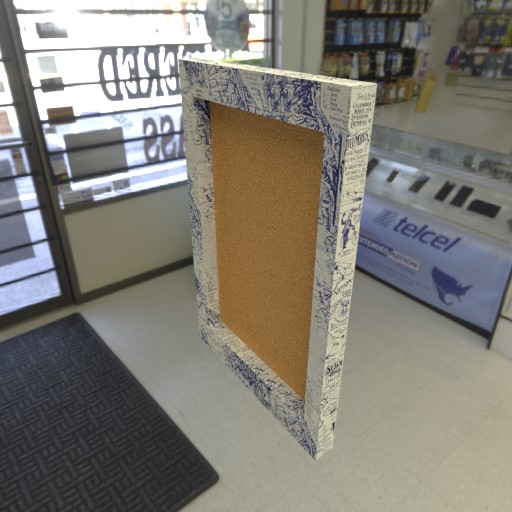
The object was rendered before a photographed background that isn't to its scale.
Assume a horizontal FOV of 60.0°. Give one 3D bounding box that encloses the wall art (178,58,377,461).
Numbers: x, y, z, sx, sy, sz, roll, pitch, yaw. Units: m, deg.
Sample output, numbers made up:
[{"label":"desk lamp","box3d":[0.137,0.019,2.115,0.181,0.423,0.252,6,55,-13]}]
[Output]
[{"label":"wall art","box3d":[0.000,0.000,0.767,0.040,0.601,0.408,-19,34,-30]}]
